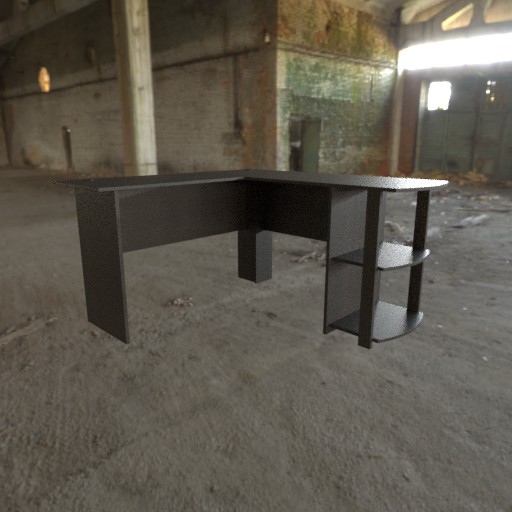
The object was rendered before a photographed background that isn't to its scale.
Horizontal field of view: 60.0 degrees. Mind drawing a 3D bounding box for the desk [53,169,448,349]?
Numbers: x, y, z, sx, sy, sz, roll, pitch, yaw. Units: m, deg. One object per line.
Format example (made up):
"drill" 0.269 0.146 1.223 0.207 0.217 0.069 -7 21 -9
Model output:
"desk" 0.000 0.000 2.131 1.361 0.716 1.303 14 20 43
